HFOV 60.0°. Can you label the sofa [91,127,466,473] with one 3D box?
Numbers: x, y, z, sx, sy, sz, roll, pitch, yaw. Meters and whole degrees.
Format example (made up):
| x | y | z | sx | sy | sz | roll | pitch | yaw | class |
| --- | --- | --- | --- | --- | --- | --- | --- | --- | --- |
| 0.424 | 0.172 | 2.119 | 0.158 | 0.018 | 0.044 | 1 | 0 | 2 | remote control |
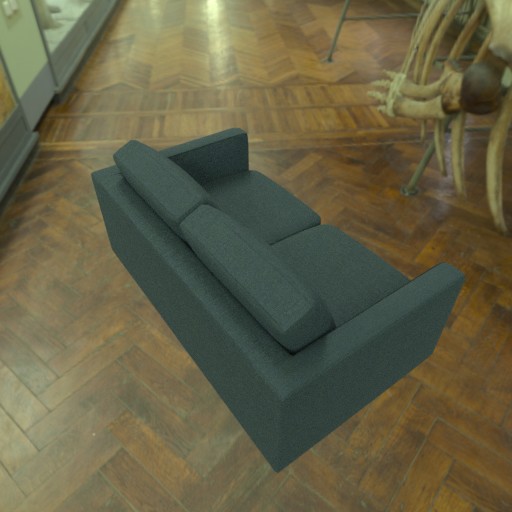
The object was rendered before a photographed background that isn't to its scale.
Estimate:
| x | y | z | sx | sy | sz | roll | pitch | yaw | class |
| --- | --- | --- | --- | --- | --- | --- | --- | --- | --- |
| 0.000 | 0.000 | 2.258 | 0.999 | 0.907 | 1.659 | -26 | 48 | -26 | sofa |
